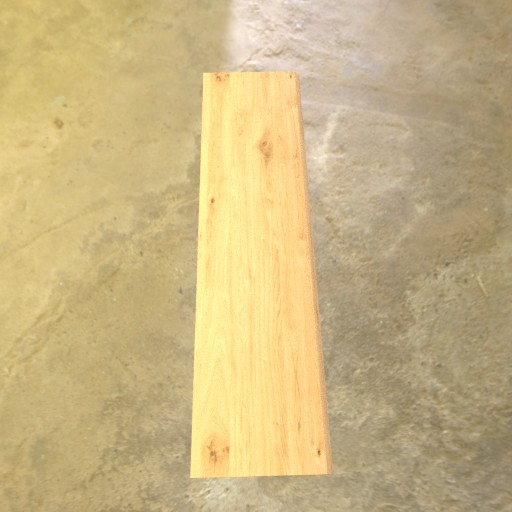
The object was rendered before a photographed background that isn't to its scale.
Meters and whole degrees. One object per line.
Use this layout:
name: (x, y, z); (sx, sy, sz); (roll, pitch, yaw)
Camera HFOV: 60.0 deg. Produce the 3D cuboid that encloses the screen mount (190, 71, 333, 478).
screen mount: (0.000, 0.000, 1.927); (0.450, 0.430, 1.700); (-1, 66, -1)
